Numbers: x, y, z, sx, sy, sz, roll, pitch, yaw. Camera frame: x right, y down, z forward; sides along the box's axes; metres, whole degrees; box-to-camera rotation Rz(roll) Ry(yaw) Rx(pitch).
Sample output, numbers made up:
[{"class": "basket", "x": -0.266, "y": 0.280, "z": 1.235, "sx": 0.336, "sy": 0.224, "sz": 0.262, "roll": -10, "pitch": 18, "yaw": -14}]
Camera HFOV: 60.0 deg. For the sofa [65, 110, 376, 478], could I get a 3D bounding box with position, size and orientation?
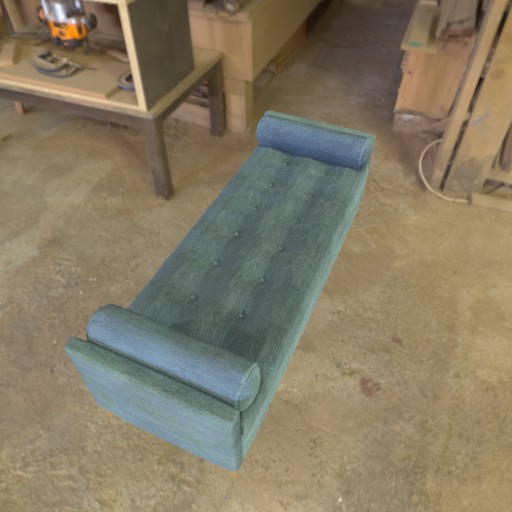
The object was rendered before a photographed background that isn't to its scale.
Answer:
[{"class": "sofa", "x": 0.000, "y": 0.000, "z": 2.537, "sx": 0.796, "sy": 0.705, "sz": 2.102, "roll": 19, "pitch": 50, "yaw": 16}]
